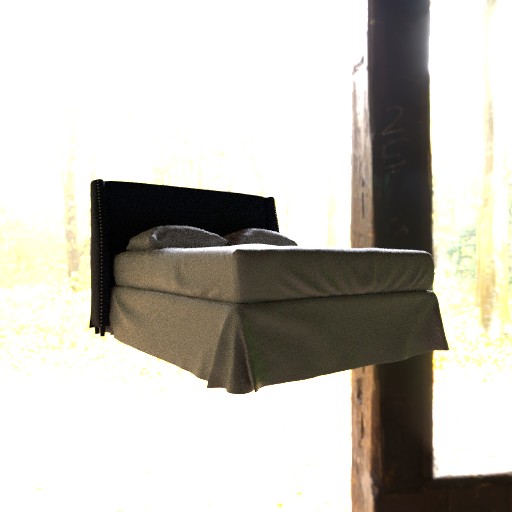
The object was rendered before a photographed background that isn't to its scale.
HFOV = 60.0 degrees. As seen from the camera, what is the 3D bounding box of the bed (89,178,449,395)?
[{"bbox_3d":[0.000,0.000,3.426,1.925,1.332,2.276,0,0,-35],"label":"bed"}]
